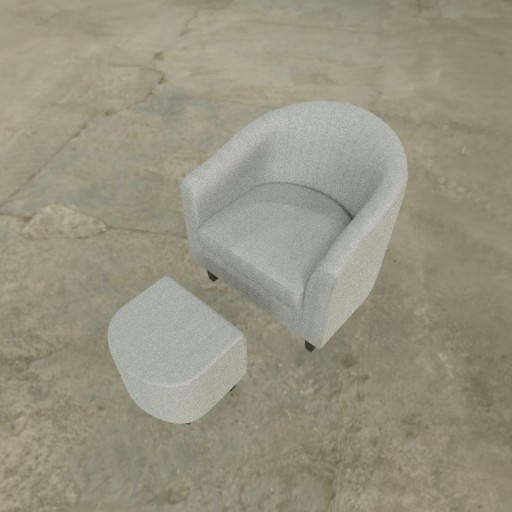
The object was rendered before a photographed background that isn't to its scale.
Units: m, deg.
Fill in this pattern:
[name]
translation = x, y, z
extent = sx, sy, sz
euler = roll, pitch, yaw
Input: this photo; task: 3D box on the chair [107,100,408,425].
[chair]
translation = 0.000, 0.000, 1.733
extent = 0.756, 0.757, 1.288
euler = 33, 55, 27
